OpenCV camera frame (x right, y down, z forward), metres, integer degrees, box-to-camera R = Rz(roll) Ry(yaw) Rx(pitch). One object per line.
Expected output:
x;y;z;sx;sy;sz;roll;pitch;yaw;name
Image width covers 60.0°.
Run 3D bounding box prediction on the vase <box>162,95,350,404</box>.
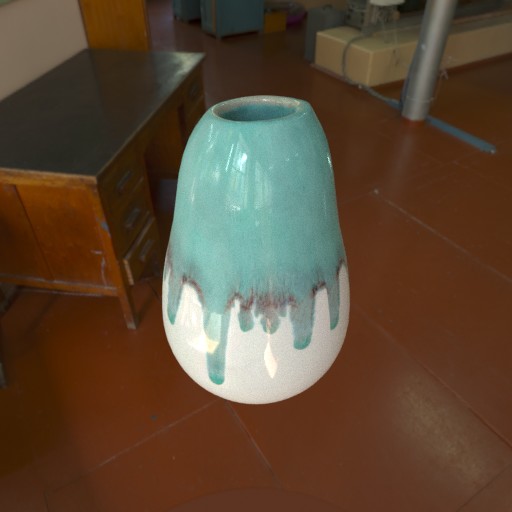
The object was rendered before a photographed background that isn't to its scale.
0.000;0.000;0.254;0.116;0.179;0.116;0;41;0;vase
